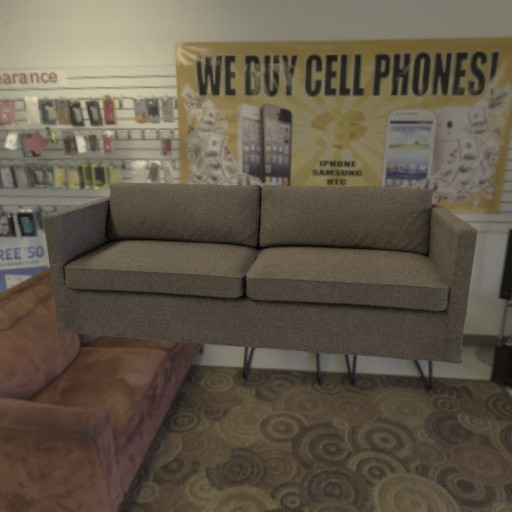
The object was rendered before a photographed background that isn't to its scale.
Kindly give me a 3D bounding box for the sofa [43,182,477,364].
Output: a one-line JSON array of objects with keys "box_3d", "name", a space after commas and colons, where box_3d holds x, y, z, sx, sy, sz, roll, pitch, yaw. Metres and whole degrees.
[{"box_3d": [0.000, 0.000, 3.295, 2.779, 0.998, 1.036, 3, 16, 9], "name": "sofa"}]
